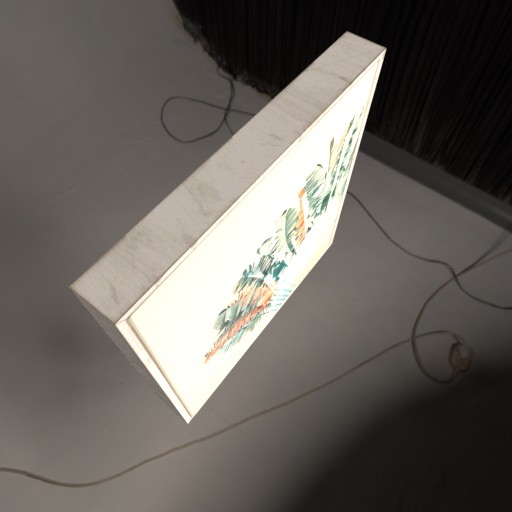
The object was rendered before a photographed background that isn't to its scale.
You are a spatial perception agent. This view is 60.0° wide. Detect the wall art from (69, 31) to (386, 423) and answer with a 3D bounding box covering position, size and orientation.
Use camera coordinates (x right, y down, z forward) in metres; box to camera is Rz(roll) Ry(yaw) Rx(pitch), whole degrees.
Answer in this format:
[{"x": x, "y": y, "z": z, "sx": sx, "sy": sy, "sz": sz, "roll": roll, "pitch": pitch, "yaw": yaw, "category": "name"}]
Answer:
[{"x": 0.000, "y": 0.000, "z": 0.441, "sx": 0.038, "sy": 0.303, "sz": 0.305, "roll": 33, "pitch": 65, "yaw": 18, "category": "wall art"}]
